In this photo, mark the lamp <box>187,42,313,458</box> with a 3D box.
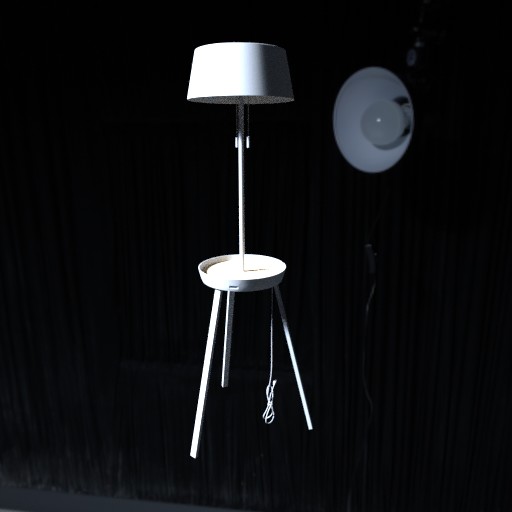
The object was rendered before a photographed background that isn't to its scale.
[{"bbox_3d":[0.000,0.000,1.657,0.468,1.429,0.508,2,15,9],"label":"lamp"}]
